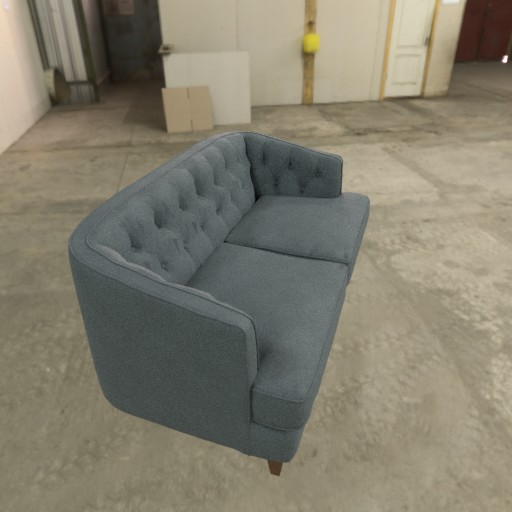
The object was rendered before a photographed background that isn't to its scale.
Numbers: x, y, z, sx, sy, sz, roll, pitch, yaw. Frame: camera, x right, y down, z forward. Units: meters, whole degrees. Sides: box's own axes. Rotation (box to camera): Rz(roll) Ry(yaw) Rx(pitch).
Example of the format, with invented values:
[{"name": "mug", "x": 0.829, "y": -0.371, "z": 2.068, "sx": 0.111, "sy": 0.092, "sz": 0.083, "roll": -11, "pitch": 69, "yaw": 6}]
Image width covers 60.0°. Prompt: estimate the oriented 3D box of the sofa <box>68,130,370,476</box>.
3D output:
[{"name": "sofa", "x": 0.000, "y": 0.000, "z": 2.185, "sx": 0.941, "sy": 0.855, "sz": 1.733, "roll": 10, "pitch": 32, "yaw": 16}]
